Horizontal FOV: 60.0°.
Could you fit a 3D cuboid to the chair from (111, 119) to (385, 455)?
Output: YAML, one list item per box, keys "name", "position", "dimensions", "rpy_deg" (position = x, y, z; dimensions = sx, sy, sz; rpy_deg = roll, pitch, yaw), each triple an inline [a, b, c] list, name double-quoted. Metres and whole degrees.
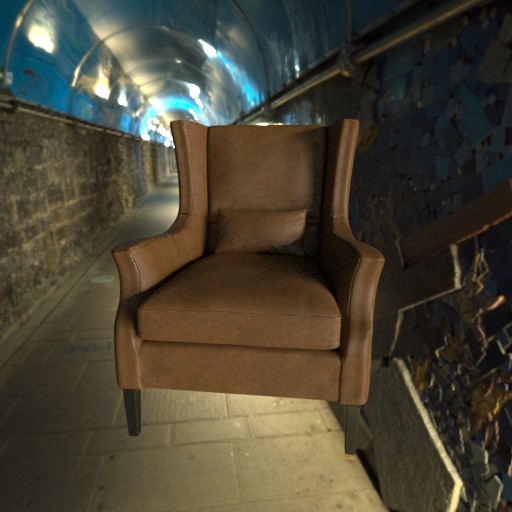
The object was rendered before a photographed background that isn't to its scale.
- name: "chair"
  position: [0.000, 0.000, 1.683]
  dimensions: [0.852, 1.016, 0.925]
  rpy_deg: [2, 14, 7]
